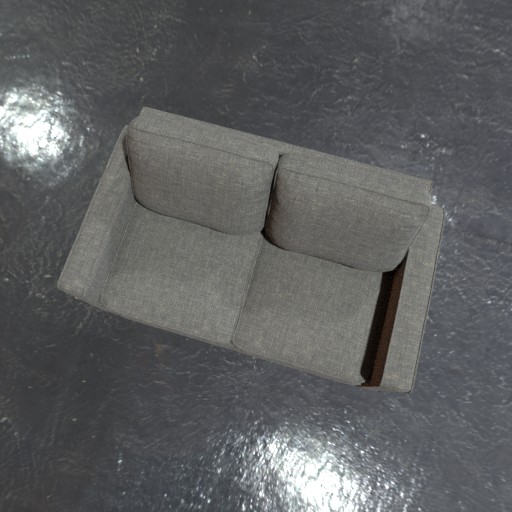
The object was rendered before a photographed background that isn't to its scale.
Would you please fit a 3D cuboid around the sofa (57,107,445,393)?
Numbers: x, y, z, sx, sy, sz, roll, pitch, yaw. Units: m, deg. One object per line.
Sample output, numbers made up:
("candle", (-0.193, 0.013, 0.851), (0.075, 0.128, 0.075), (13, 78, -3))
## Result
("sofa", (0.000, 0.000, 2.262), (1.709, 0.918, 0.947), (16, 75, 4))
